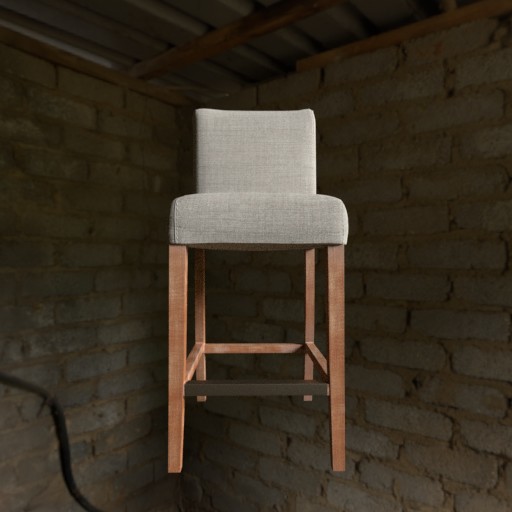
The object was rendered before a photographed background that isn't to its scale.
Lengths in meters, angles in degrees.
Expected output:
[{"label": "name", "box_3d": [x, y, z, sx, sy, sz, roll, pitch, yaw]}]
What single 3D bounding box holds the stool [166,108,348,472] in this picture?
[{"label": "stool", "box_3d": [0.000, 0.000, 1.333, 0.454, 1.039, 0.567, 0, 0, -1]}]
